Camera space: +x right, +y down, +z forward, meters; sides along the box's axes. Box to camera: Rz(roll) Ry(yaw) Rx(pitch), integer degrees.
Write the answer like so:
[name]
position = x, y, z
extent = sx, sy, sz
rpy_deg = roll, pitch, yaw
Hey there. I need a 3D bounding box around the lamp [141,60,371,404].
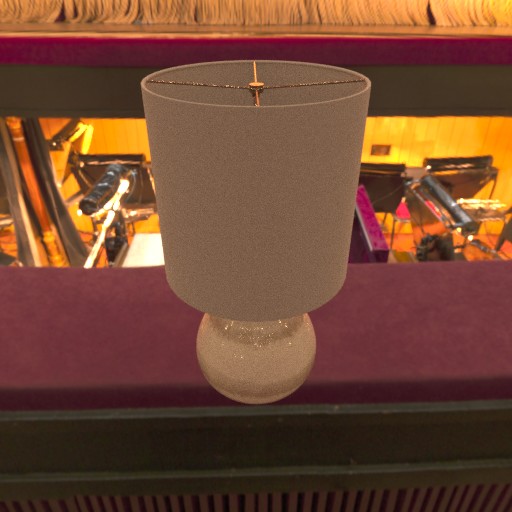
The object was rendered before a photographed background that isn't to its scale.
[lamp]
position = 0.000, 0.000, 0.534
extent = 0.217, 0.404, 0.217
rpy_deg = -1, 32, -1
